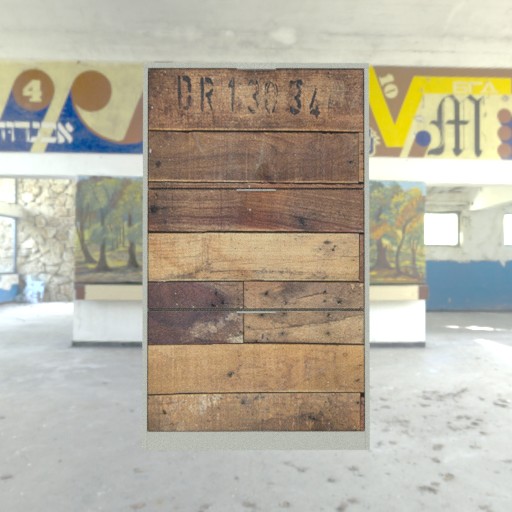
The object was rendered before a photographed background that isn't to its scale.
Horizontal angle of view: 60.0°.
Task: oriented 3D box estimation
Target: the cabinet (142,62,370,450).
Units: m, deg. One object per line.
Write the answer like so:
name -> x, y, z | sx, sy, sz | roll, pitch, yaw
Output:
cabinet -> 0.000, 0.000, 1.576 | 0.750, 1.280, 0.250 | 0, -1, 0
